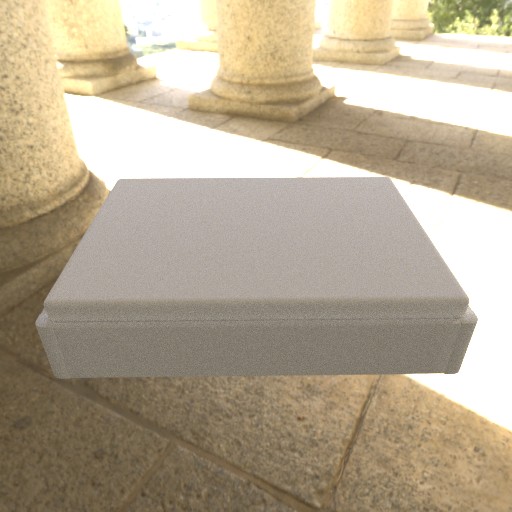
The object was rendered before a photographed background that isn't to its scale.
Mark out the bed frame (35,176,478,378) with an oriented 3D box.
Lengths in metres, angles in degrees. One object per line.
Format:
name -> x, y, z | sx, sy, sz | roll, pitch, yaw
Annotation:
bed frame -> 0.000, 0.000, 2.515 | 1.900, 0.406, 1.400 | 0, 34, -1
